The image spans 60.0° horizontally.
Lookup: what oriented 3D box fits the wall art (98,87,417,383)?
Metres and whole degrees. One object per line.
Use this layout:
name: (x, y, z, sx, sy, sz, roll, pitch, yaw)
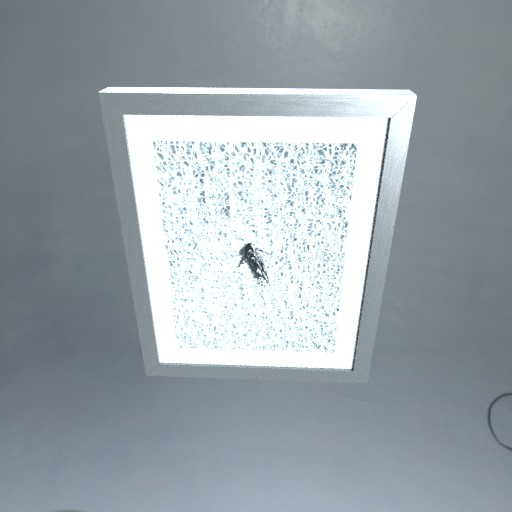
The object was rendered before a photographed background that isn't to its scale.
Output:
wall art: (0.000, 0.000, 0.535, 0.308, 0.379, 0.030, 1, 30, 2)
